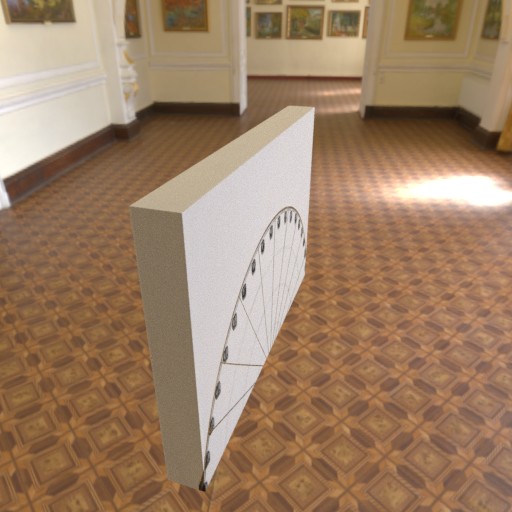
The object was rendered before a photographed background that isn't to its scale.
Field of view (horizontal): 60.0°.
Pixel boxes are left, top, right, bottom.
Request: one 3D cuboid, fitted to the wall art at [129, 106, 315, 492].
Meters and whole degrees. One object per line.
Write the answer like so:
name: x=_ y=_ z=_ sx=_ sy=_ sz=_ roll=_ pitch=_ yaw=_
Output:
wall art: x=0.000 y=0.000 z=0.482 sx=0.039 sy=0.254 sz=0.384 roll=9 pitch=29 yaw=16
